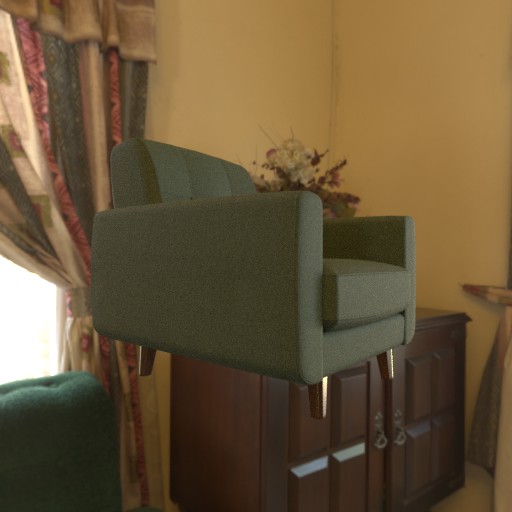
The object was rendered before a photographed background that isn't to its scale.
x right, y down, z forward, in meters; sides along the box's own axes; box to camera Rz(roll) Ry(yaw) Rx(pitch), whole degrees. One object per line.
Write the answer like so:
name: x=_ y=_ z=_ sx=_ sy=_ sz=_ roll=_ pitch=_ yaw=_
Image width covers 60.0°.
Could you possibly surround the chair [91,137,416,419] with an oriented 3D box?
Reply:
chair: x=0.000 y=0.000 z=1.569 sx=0.909 sy=0.841 sz=0.831 roll=-1 pitch=-1 yaw=37
